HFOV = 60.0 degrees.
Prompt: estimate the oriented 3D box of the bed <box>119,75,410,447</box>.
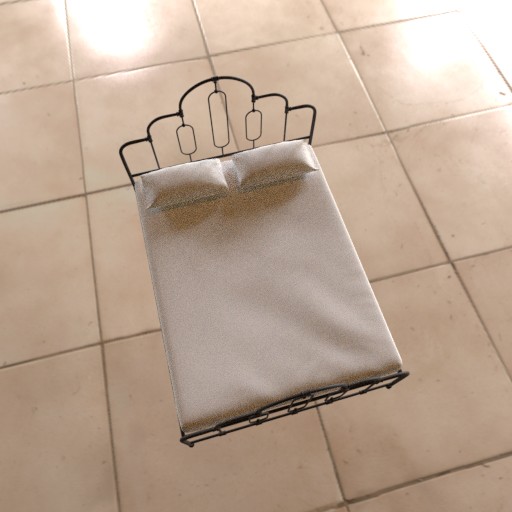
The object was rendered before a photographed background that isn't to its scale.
[{"bbox_3d":[0.000,0.000,3.247,1.640,1.429,2.163,-14,65,-7],"label":"bed"}]
